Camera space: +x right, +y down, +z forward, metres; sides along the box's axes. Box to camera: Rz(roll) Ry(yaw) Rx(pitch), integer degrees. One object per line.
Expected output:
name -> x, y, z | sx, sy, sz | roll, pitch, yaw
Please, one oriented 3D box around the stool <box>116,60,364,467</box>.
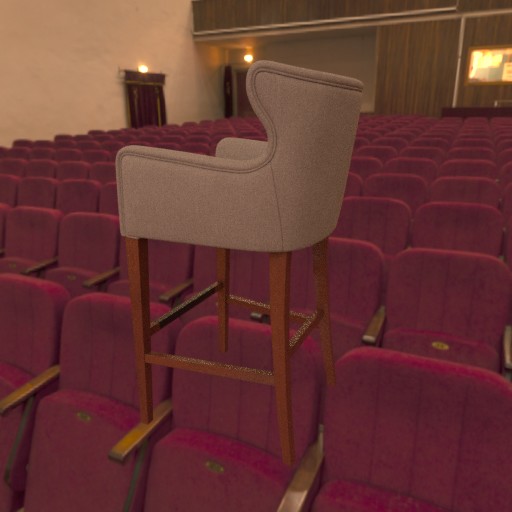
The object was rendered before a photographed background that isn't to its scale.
stool -> 0.000, 0.000, 1.371 | 0.575, 1.047, 0.575 | 8, 19, 24
